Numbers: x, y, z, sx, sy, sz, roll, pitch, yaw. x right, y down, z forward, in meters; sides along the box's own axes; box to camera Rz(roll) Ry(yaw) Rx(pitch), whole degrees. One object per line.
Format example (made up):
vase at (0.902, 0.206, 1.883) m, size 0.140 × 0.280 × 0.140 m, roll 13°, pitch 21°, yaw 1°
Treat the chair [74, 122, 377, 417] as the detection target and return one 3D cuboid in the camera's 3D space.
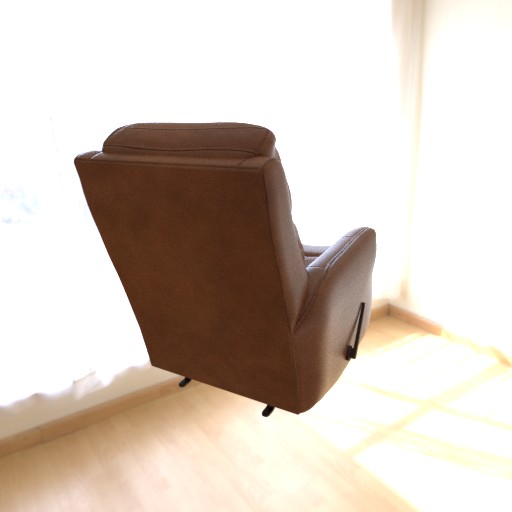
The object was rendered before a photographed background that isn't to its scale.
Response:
chair at (0.000, 0.000, 1.756) m, size 0.821 × 1.016 × 1.072 m, roll 9°, pitch 19°, yaw 28°
